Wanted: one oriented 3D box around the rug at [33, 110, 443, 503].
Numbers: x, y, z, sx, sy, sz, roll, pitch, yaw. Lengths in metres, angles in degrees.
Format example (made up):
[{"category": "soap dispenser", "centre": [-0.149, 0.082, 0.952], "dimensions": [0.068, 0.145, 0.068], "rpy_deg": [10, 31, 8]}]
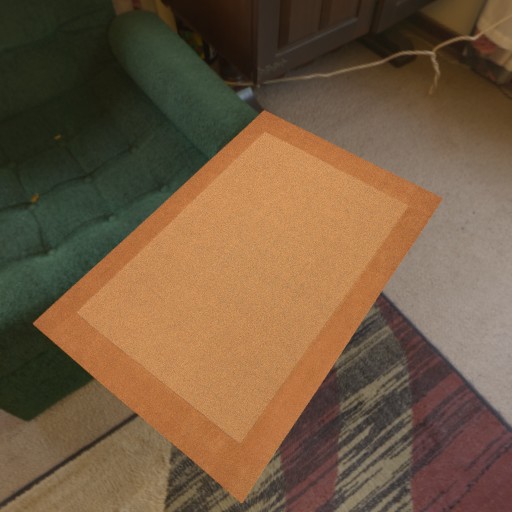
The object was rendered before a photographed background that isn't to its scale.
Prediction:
[{"category": "rug", "centre": [0.000, 0.000, 2.247], "dimensions": [1.219, 0.014, 1.829], "rpy_deg": [32, 63, 18]}]
